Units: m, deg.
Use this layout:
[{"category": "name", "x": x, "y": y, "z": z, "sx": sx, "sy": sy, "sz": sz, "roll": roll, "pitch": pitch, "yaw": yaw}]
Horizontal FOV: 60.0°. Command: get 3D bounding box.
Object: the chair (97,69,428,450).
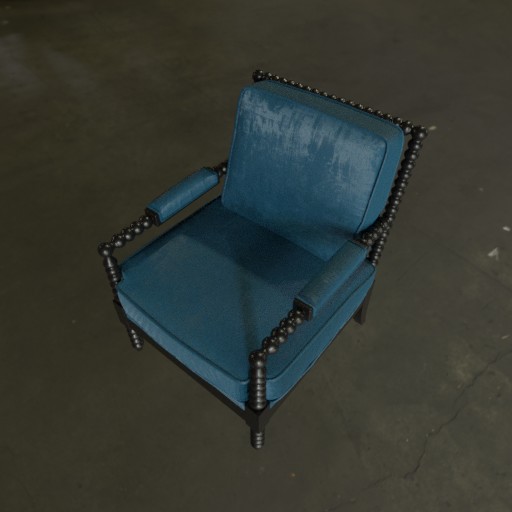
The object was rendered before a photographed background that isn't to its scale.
[{"category": "chair", "x": 0.000, "y": 0.000, "z": 1.484, "sx": 0.688, "sy": 0.857, "sz": 0.805, "roll": 30, "pitch": 53, "yaw": 26}]
